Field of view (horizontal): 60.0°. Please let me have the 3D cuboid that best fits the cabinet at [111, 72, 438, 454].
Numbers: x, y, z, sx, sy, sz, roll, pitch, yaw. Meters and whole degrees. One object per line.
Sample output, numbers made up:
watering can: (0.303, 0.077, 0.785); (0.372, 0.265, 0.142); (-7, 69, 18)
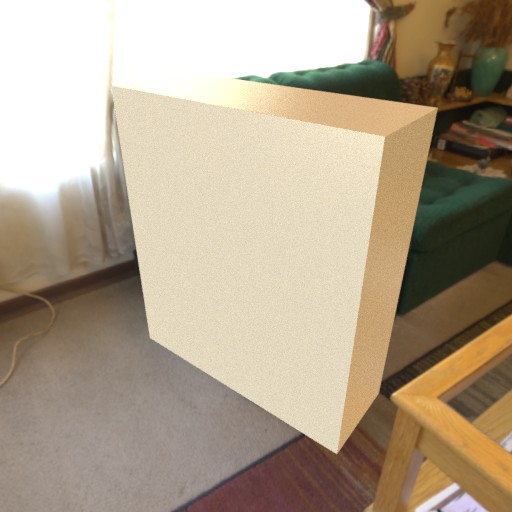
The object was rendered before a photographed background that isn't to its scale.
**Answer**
cabinet: (0.000, 0.000, 1.653); (0.990, 1.150, 0.348); (22, 37, 32)
